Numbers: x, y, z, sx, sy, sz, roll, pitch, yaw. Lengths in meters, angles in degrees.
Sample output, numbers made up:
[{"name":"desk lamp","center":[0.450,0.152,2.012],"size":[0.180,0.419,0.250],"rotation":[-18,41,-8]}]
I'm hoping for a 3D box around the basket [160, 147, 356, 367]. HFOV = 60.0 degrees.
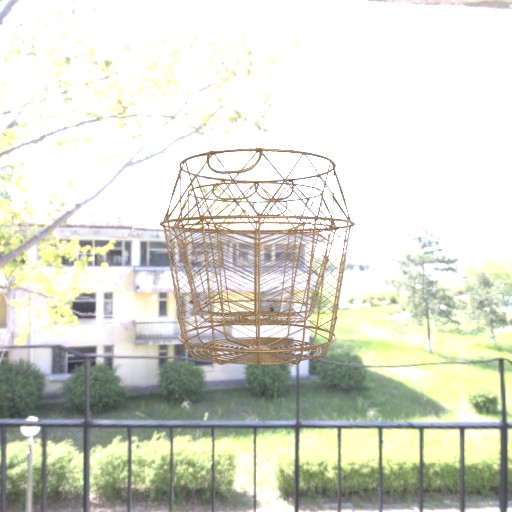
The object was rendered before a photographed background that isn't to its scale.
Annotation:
[{"name":"basket","center":[0.000,0.000,1.024],"size":[0.451,0.343,0.805],"rotation":[0,0,-1]}]
